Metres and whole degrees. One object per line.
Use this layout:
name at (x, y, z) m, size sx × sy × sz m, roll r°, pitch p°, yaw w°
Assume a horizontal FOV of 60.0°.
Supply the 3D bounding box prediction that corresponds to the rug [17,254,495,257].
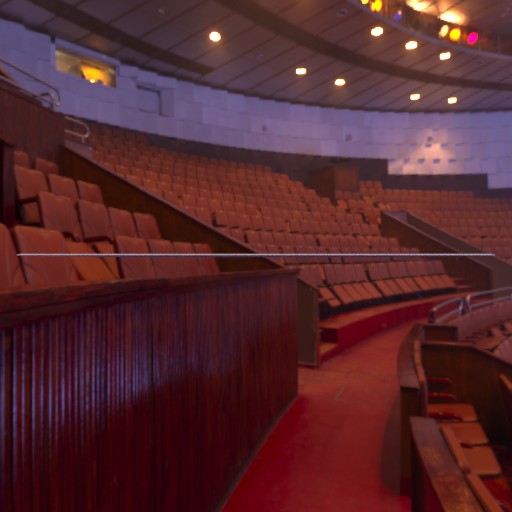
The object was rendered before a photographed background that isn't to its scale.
rug at (0.000, 0.000, 3.937) m, size 2.980 × 0.012 × 2.363 m, roll 0°, pitch 0°, yaw 0°
